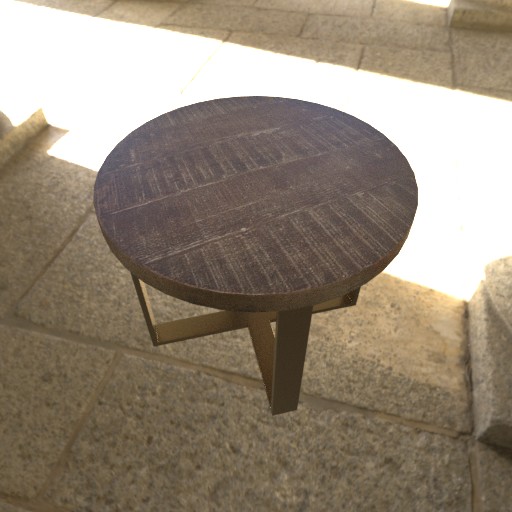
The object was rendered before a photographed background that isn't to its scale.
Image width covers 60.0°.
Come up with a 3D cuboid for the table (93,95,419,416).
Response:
[{"bbox_3d":[0.000,0.000,0.941,0.557,0.437,0.557,0,47,0],"label":"table"}]
